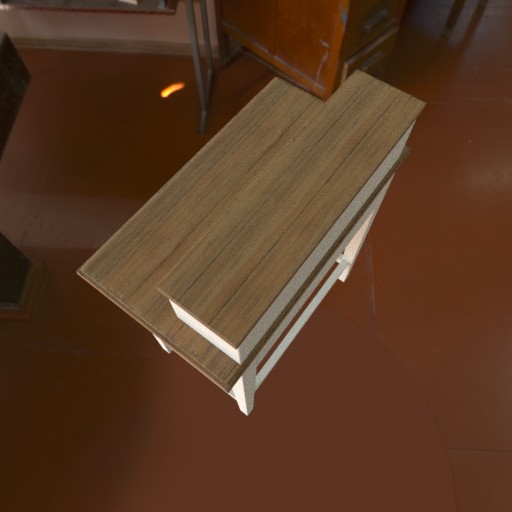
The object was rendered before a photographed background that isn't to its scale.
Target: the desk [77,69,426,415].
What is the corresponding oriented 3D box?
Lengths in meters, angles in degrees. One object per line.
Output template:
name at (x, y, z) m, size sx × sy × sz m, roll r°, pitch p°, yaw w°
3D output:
desk at (0.000, 0.000, 1.399) m, size 0.462 × 0.981 × 0.814 m, roll 34°, pitch 68°, yaw 16°
